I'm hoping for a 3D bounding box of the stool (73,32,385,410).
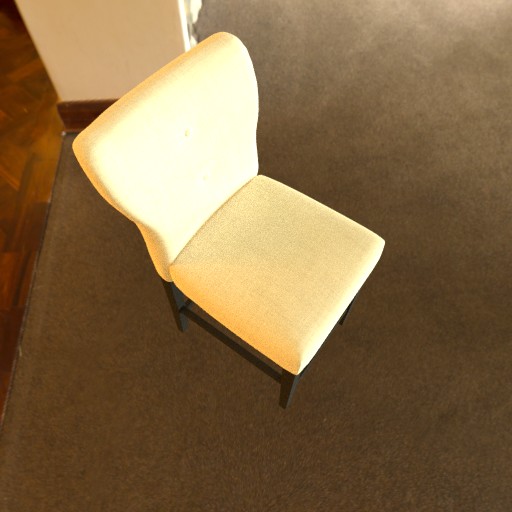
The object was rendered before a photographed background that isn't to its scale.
[{"bbox_3d":[0.000,0.000,1.305,0.603,0.972,0.514,32,64,18],"label":"stool"}]
